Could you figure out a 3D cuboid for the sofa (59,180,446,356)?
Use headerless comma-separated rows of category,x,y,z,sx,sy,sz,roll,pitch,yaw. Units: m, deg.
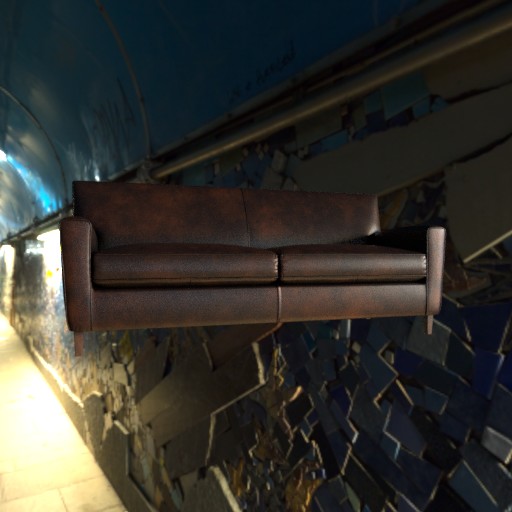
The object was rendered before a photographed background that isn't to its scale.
sofa,0.000,0.000,2.509,1.995,0.871,0.786,0,0,-17
